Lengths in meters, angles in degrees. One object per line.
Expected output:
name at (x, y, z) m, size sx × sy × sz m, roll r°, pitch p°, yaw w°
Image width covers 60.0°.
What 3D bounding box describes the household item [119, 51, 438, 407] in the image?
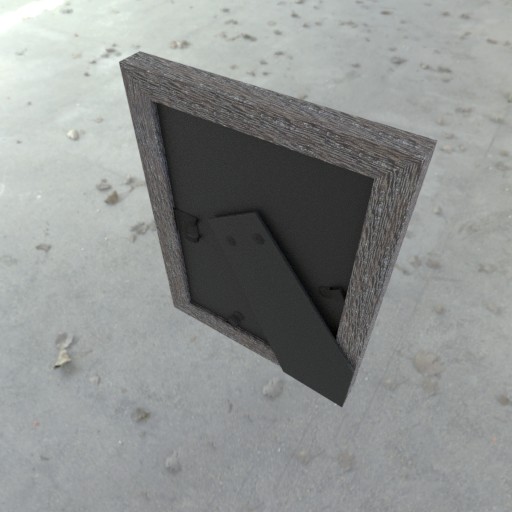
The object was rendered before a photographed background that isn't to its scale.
household item at (0.000, 0.000, 0.278) m, size 0.160 × 0.210 × 0.020 m, roll 25°, pitch 52°, yaw 22°
